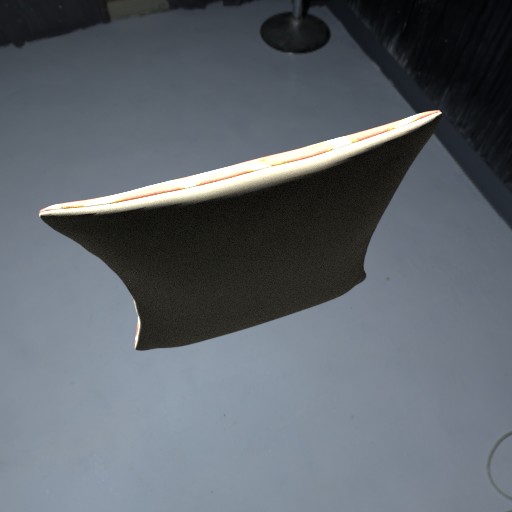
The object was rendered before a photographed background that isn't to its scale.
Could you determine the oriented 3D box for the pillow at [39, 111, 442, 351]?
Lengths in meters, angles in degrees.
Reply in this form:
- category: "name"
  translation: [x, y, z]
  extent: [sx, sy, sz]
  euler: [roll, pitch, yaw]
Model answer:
- category: "pillow"
  translation: [0.000, 0.000, 0.792]
  extent: [0.552, 0.508, 0.166]
  euler: [-16, 60, -10]
